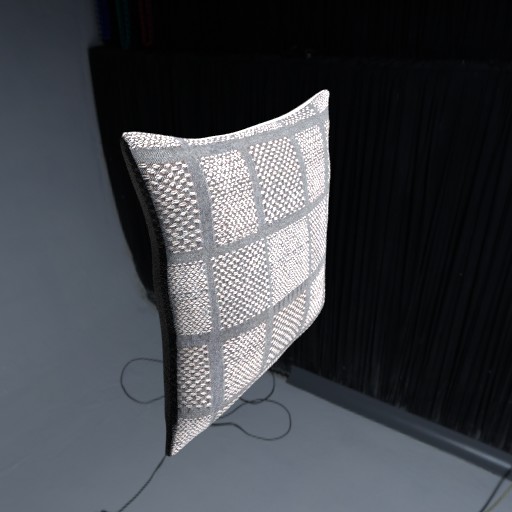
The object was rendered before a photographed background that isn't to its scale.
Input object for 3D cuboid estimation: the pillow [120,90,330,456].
[{"bbox_3d":[0.000,0.000,0.664,0.138,0.432,0.435,17,31,30],"label":"pillow"}]
